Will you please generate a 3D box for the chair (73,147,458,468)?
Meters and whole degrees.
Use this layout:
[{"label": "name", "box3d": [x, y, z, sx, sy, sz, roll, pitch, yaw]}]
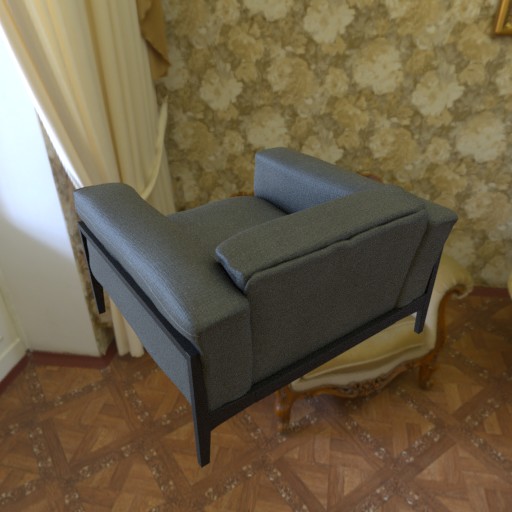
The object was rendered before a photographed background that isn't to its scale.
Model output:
[{"label": "chair", "box3d": [0.000, 0.000, 1.694, 1.056, 0.646, 0.969, -20, 36, -30]}]
